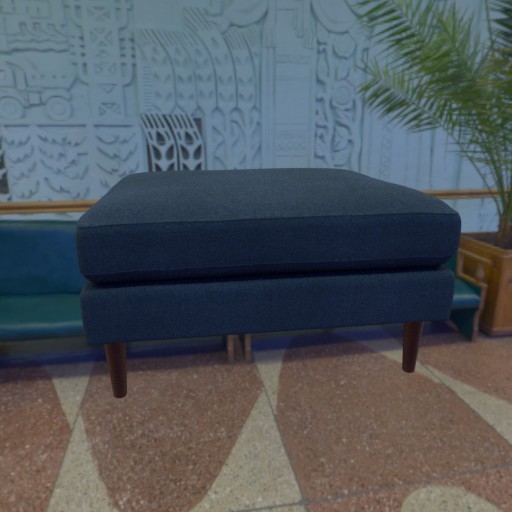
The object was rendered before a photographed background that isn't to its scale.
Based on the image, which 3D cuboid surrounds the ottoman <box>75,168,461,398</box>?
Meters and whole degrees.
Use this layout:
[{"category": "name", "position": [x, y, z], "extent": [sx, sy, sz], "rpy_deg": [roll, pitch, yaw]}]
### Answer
[{"category": "ottoman", "position": [0.000, 0.000, 1.265], "extent": [0.821, 0.474, 0.693], "rpy_deg": [-3, 17, -8]}]
